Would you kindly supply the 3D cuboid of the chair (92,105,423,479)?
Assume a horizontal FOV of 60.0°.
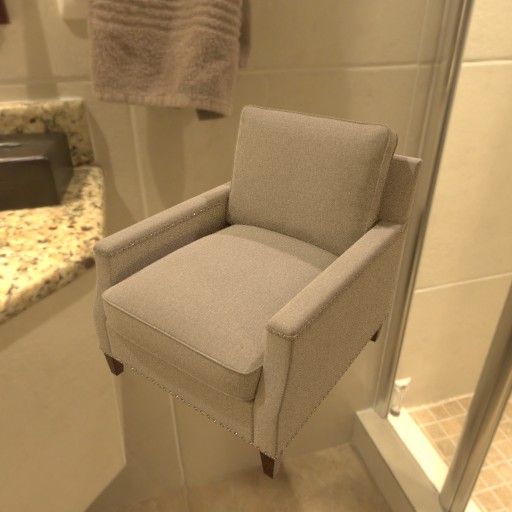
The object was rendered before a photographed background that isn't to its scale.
[{"bbox_3d":[0.000,0.000,1.700,0.853,0.943,1.014,20,35,31],"label":"chair"}]
